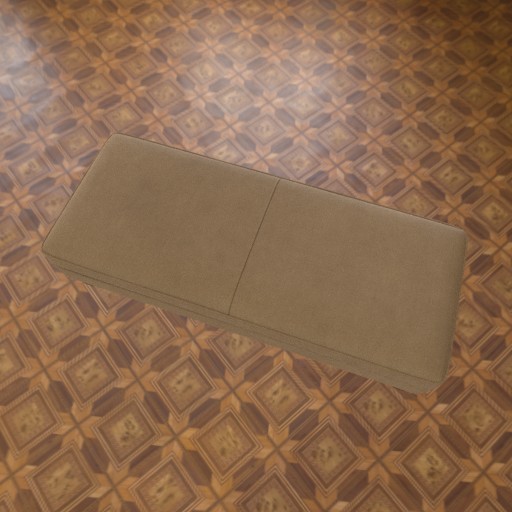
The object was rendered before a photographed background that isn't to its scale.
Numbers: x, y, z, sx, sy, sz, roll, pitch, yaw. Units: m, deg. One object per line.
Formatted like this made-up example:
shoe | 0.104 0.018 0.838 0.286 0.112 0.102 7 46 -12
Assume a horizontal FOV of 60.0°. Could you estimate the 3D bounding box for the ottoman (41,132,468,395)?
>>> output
ottoman | 0.000 0.000 2.034 1.726 0.460 0.735 17 65 8
